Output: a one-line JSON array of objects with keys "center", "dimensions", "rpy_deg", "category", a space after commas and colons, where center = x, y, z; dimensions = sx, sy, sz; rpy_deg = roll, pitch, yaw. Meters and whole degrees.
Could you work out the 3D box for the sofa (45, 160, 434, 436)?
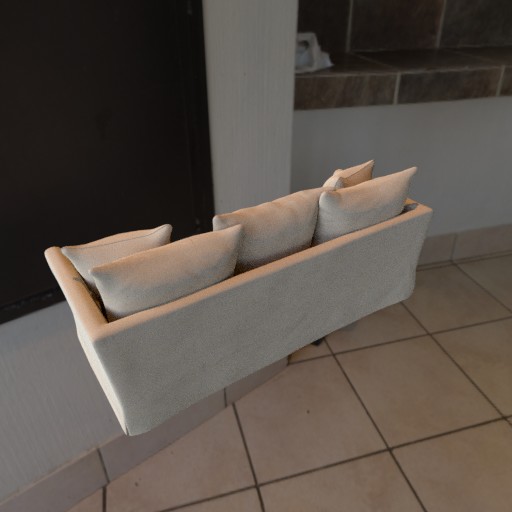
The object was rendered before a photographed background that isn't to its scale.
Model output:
[{"center": [0.000, 0.000, 3.096], "dimensions": [2.499, 1.047, 1.046], "rpy_deg": [-20, 37, -28], "category": "sofa"}]
